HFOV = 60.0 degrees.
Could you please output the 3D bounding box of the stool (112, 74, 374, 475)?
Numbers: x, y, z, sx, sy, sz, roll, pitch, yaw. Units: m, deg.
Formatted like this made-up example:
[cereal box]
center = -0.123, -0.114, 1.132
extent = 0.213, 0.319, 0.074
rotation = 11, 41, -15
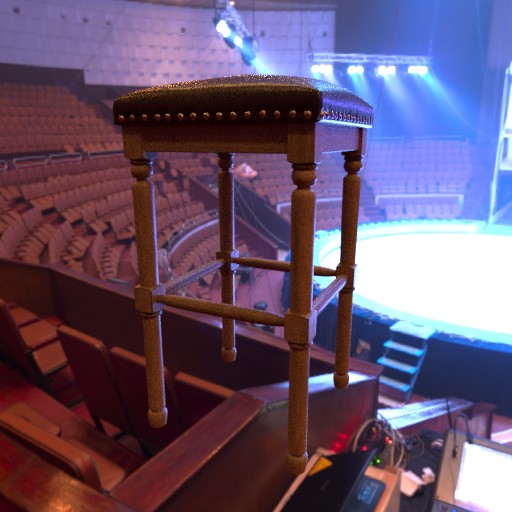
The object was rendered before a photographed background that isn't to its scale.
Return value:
[stool]
center = 0.000, 0.000, 0.932
extent = 0.382, 0.702, 0.383
rotation = 7, 16, 25
